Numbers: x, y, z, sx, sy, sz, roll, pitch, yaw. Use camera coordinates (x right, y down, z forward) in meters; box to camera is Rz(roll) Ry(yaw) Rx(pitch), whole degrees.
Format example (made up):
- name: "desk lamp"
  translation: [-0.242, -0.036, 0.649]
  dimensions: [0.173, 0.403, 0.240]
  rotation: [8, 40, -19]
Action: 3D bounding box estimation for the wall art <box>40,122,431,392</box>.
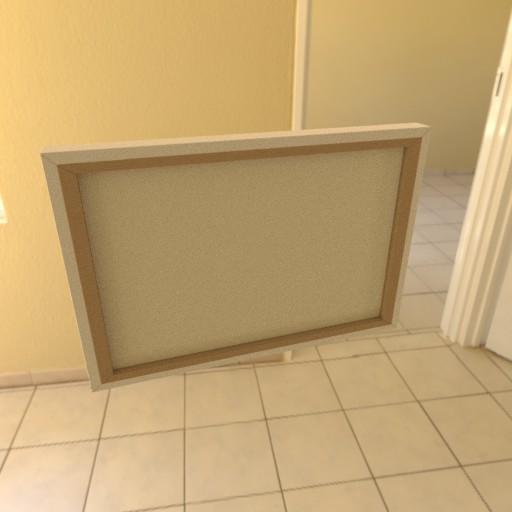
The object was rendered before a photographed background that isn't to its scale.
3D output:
- name: "wall art"
  translation: [0.000, 0.000, 0.774]
  dimensions: [0.608, 0.414, 0.042]
  rotation: [-8, 28, -16]
